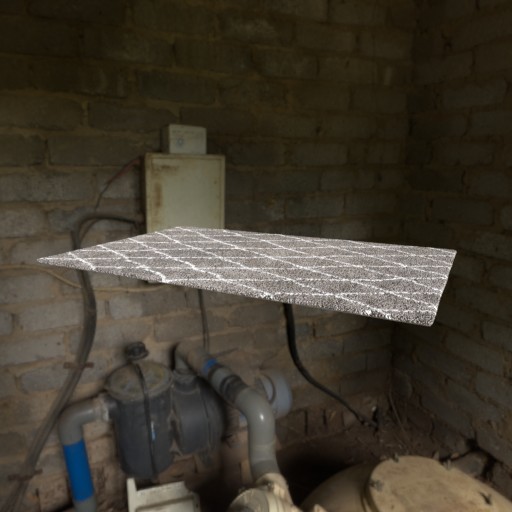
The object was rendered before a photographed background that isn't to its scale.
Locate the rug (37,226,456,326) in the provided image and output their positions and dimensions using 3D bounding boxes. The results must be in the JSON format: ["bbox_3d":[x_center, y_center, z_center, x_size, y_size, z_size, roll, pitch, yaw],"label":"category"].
[{"bbox_3d":[0.000,0.000,3.429,2.743,0.030,1.778,7,14,26],"label":"rug"}]
